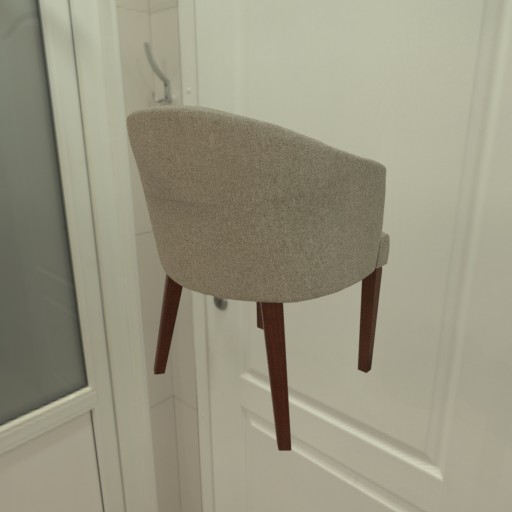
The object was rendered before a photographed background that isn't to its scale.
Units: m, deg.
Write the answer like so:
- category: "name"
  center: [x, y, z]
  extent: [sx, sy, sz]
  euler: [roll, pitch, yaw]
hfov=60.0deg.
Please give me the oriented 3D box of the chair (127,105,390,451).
- category: "chair"
  center: [0.000, 0.000, 1.282]
  extent: [0.583, 0.811, 0.655]
  euler: [15, 23, 40]
